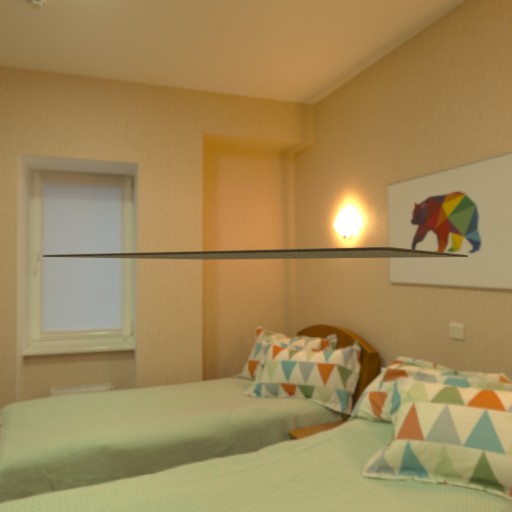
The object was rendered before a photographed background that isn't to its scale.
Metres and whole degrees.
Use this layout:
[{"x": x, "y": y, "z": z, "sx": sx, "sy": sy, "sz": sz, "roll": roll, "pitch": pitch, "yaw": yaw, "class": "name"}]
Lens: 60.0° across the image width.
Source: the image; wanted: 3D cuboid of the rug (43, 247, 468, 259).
[{"x": 0.000, "y": 0.000, "z": 2.716, "sx": 2.133, "sy": 0.012, "sz": 1.523, "roll": -1, "pitch": -1, "yaw": 35, "class": "rug"}]
